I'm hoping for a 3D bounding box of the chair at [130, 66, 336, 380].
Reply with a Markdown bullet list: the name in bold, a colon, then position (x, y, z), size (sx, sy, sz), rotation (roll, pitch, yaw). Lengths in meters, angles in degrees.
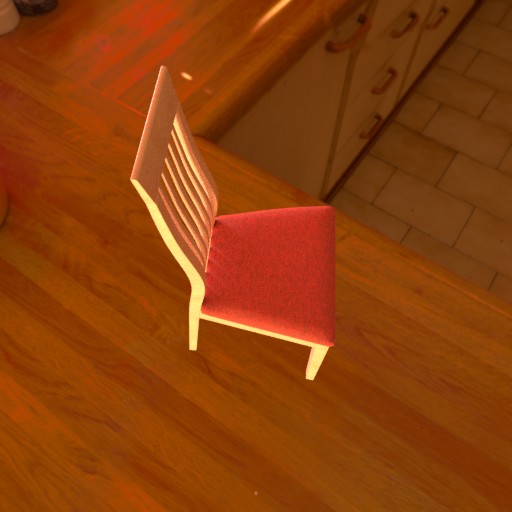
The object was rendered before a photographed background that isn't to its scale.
- **chair**: position (0.000, 0.000, 1.271), size (0.474, 1.027, 0.460), rotation (4, 62, 2)
